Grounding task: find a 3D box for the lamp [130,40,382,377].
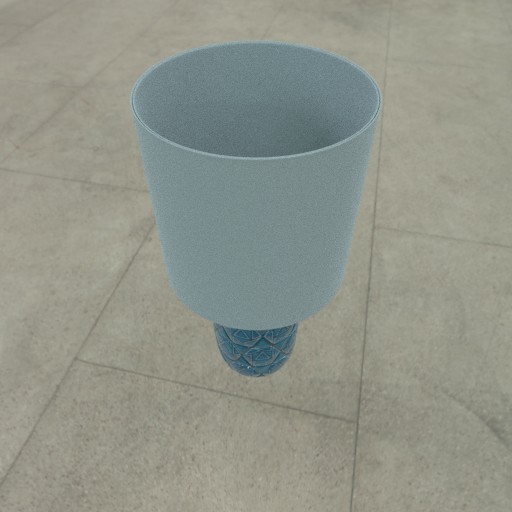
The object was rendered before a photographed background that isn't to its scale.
[{"bbox_3d":[0.000,0.000,0.481,0.193,0.377,0.193,-16,48,-15],"label":"lamp"}]
